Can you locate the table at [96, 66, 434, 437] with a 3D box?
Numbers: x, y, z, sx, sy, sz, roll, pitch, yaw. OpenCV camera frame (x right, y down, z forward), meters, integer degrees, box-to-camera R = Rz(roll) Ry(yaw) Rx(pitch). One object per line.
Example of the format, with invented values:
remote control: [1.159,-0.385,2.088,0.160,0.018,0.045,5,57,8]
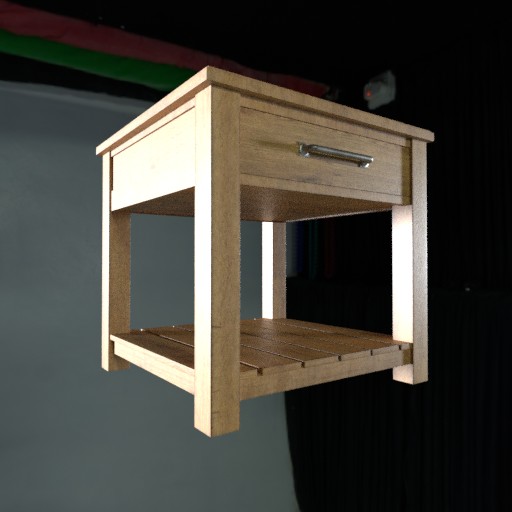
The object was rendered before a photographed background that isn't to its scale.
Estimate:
table: [0.000,0.000,1.113,0.616,0.593,0.612,1,-1,-36]
